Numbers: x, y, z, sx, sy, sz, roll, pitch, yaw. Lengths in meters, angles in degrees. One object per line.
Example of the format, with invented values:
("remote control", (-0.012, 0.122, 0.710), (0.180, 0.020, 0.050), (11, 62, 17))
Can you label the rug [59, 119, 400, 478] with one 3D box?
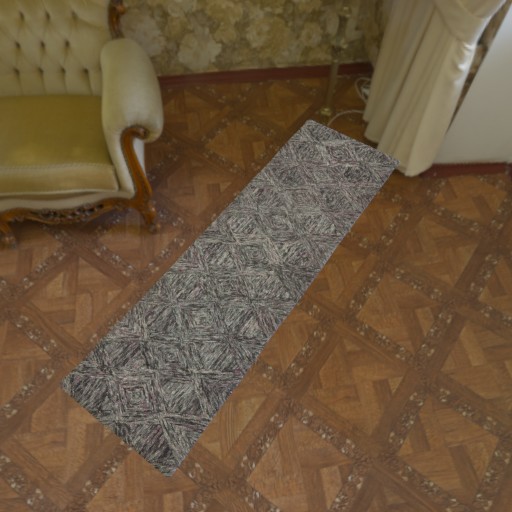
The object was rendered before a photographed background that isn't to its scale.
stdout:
("rug", (0.000, 0.000, 2.522), (0.719, 0.013, 2.305), (31, 63, 18))
